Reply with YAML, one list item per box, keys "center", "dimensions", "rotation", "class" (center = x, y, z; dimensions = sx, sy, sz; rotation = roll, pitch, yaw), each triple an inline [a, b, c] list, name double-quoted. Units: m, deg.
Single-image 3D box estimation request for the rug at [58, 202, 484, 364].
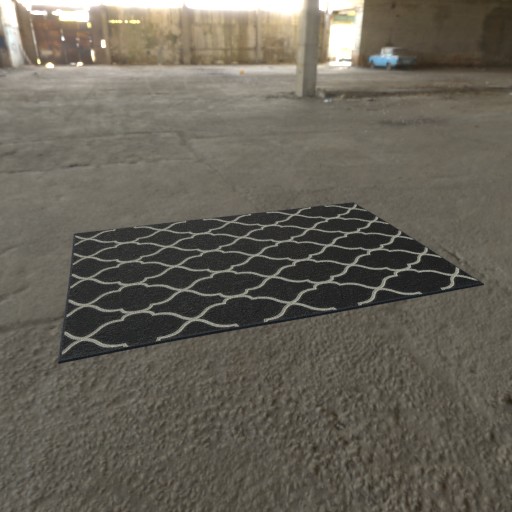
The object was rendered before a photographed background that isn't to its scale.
- center: [0.000, 0.000, 2.881]
  dimensions: [2.290, 0.014, 1.526]
  rotation: [-8, 27, -16]
  class: "rug"
